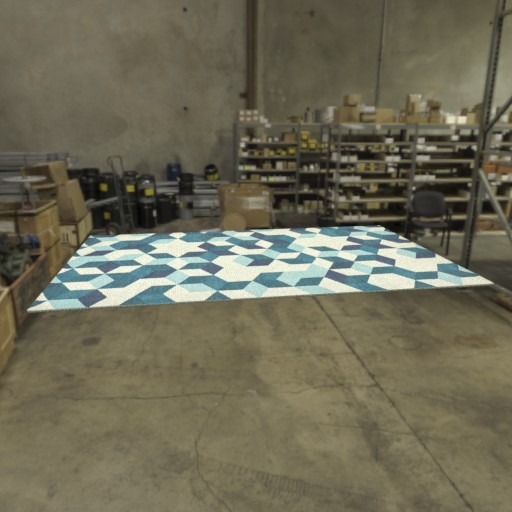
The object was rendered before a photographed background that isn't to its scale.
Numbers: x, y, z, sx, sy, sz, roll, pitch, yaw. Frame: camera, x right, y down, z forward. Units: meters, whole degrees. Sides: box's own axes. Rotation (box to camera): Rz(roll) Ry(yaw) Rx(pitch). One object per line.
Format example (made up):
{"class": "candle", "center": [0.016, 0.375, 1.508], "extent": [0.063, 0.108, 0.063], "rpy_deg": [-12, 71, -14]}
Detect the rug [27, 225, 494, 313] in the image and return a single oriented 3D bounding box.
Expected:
{"class": "rug", "center": [0.000, 0.000, 2.996], "extent": [2.438, 0.015, 1.518], "rpy_deg": [-3, 17, -9]}
